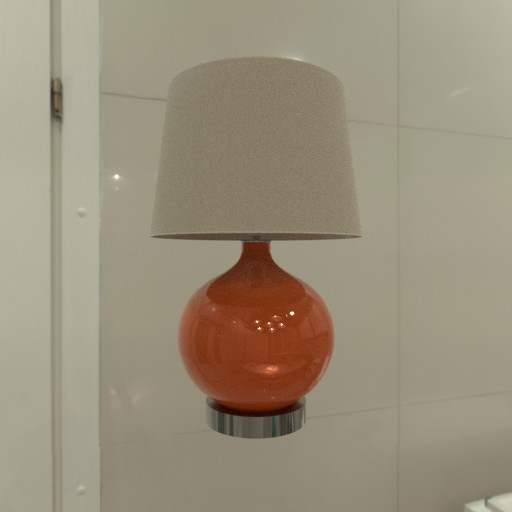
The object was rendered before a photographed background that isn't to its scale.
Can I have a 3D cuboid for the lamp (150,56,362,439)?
[{"bbox_3d":[0.000,0.000,0.529,0.247,0.387,0.247,0,0,0],"label":"lamp"}]
